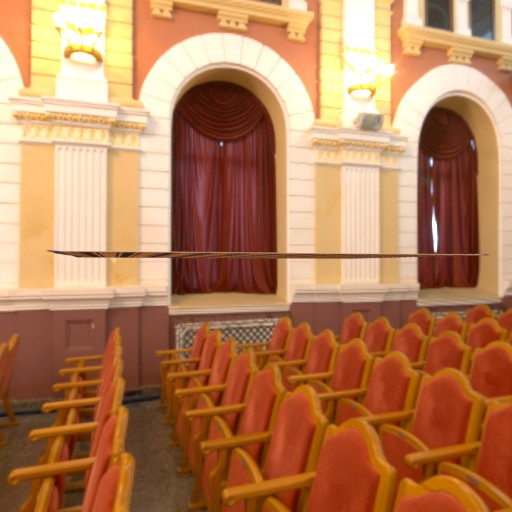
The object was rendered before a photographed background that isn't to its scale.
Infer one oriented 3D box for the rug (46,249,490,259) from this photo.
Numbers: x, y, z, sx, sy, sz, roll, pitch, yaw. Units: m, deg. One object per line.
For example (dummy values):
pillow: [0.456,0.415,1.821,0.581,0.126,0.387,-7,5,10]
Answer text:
rug: [0.000,0.000,2.895,2.315,0.010,1.544,0,-1,-17]
